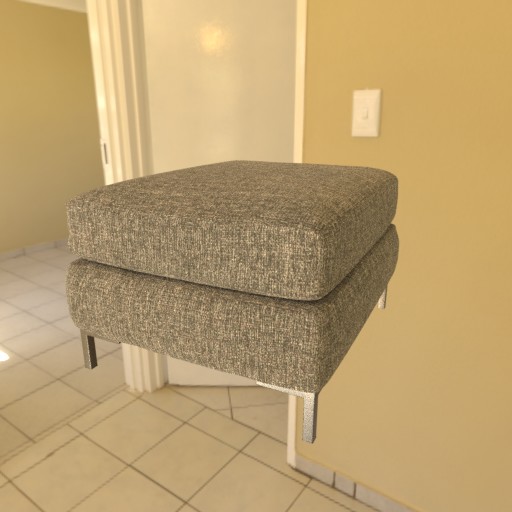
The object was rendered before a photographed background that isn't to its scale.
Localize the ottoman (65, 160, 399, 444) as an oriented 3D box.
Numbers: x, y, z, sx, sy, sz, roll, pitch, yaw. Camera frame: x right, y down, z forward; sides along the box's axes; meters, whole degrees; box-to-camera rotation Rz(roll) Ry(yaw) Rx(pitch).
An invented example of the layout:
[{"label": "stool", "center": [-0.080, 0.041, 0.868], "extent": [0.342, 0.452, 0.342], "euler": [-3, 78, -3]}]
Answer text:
[{"label": "ottoman", "center": [0.000, 0.000, 1.250], "extent": [0.683, 0.480, 0.828], "euler": [9, 20, 25]}]
